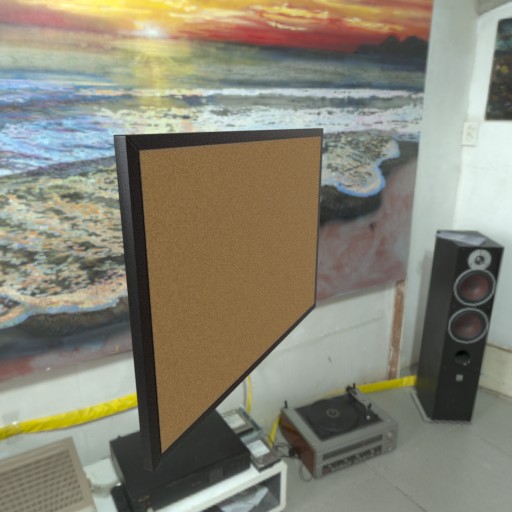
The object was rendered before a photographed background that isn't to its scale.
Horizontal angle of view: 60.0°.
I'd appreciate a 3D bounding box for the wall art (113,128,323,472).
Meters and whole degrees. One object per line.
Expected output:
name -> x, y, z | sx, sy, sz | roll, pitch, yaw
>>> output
wall art -> 0.000, 0.000, 0.562 | 0.013, 0.306, 0.440 | 9, 19, 26
